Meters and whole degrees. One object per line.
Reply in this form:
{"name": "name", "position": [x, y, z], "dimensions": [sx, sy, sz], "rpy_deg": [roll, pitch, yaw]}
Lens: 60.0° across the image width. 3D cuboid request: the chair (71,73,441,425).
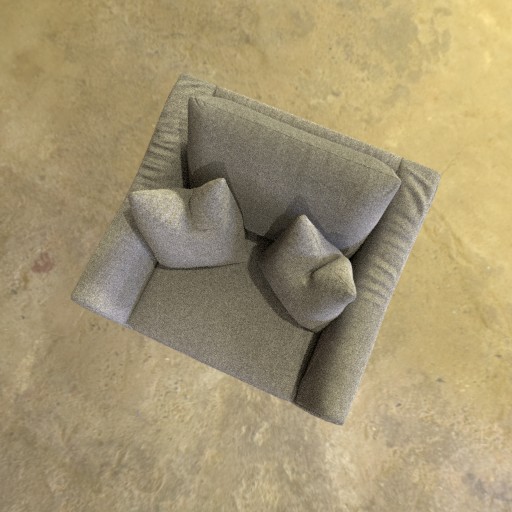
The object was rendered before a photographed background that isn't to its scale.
{"name": "chair", "position": [0.000, 0.000, 2.040], "dimensions": [1.194, 1.059, 1.071], "rpy_deg": [23, 75, 7]}
